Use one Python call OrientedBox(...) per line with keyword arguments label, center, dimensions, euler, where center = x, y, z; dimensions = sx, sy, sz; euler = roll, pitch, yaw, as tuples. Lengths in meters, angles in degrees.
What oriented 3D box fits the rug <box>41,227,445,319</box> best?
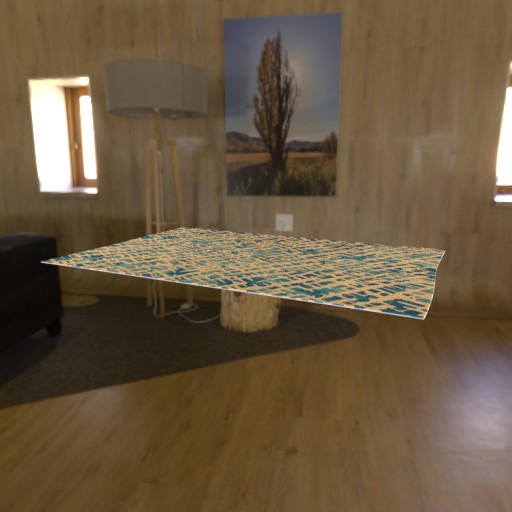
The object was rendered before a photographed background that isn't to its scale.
OrientedBox(label="rug", center=(0.000, 0.000, 2.377), dimensions=(1.830, 0.011, 1.209), euler=(6, 14, 25))
